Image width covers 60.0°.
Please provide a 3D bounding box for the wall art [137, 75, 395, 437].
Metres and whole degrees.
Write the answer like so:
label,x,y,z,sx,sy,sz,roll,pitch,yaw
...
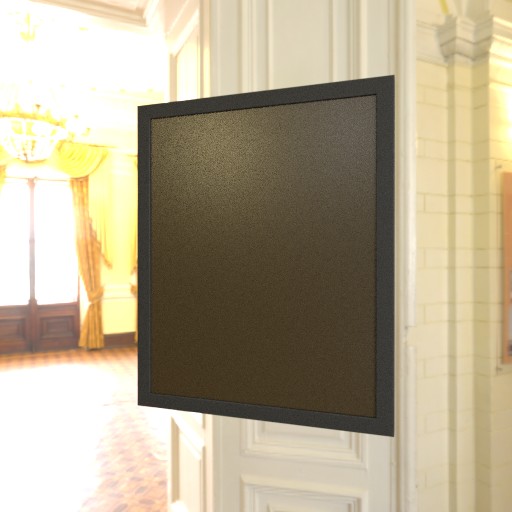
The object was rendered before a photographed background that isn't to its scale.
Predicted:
label,x,y,z,sx,sy,sz,roll,pitch,yaw
wall art,0.000,0.000,0.765,0.457,0.558,0.028,0,0,18
